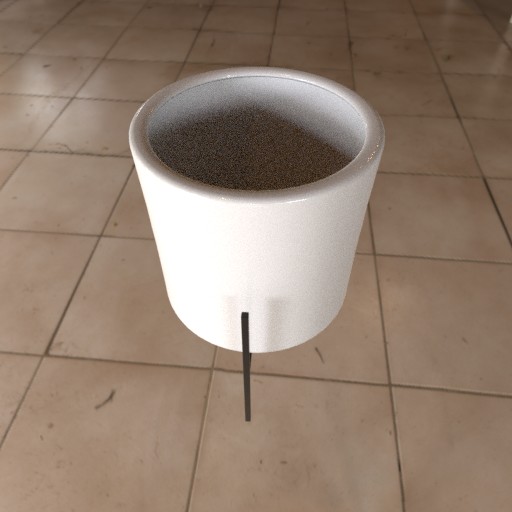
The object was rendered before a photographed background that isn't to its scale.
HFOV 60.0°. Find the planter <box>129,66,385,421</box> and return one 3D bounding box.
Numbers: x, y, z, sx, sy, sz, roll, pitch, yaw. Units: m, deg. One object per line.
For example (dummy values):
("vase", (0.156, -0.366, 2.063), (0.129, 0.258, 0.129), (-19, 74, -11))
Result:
("planter", (0.000, 0.000, 0.737), (0.360, 0.480, 0.361), (3, 47, 3))
